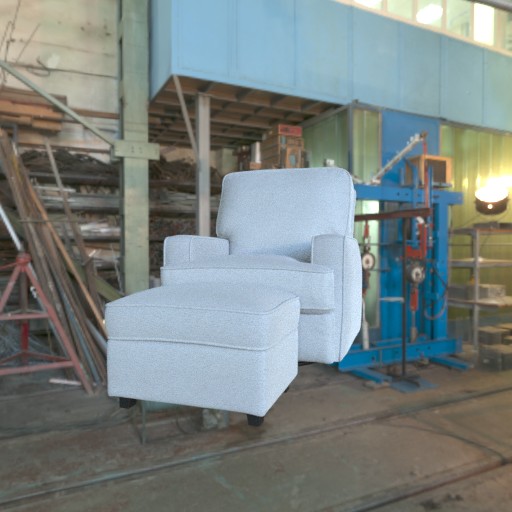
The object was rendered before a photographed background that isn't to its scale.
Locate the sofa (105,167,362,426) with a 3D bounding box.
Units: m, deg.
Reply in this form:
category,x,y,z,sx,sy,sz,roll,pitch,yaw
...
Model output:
category,x,y,z,sx,sy,sz,roll,pitch,yaw
sofa,0.000,0.000,2.010,0.861,0.959,1.472,0,2,18
